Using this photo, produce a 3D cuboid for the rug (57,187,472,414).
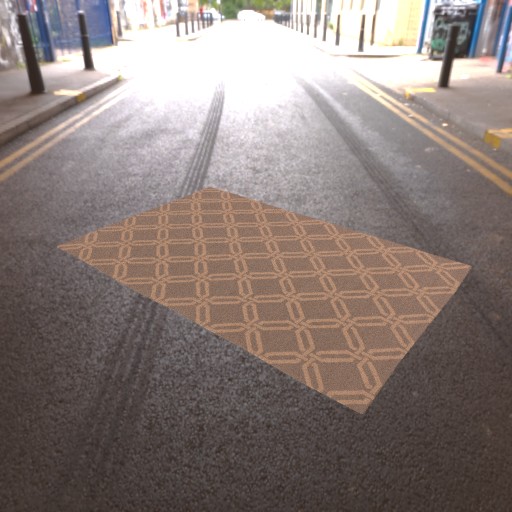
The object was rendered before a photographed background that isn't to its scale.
[{"bbox_3d":[0.000,0.000,2.210,1.754,0.010,1.148,21,36,33],"label":"rug"}]
